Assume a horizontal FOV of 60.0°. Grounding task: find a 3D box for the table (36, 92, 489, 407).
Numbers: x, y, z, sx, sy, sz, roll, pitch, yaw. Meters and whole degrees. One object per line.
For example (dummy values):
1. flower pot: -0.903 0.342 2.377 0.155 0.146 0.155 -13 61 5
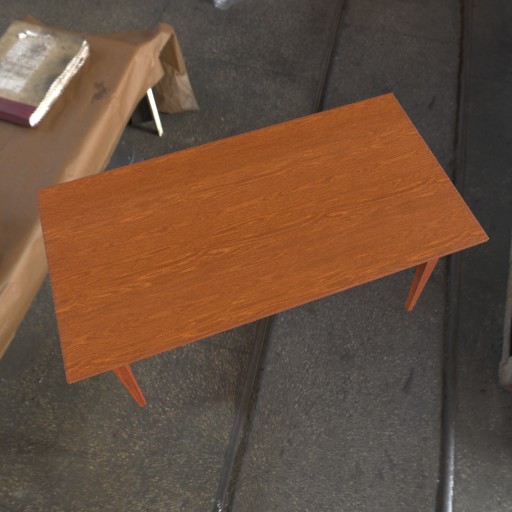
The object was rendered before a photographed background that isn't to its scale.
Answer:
1. table: 0.000 0.000 2.083 1.609 0.755 0.811 -18 65 -8
